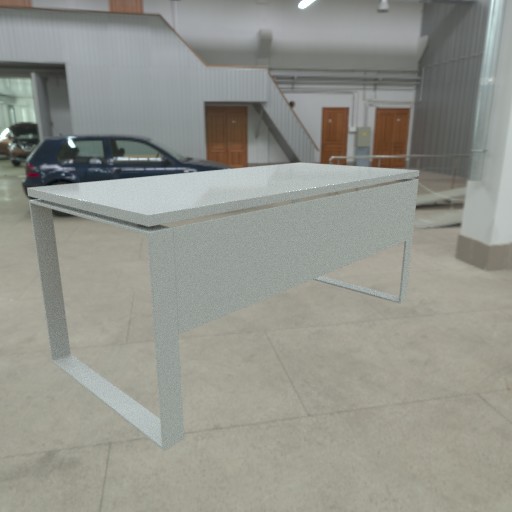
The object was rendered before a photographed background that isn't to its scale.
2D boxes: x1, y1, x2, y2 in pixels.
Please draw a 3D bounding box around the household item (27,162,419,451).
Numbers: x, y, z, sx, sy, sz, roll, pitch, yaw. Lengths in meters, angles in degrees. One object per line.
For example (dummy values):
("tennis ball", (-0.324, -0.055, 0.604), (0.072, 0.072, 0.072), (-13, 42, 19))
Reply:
("household item", (0.000, 0.000, 2.128), (0.800, 0.745, 1.700), (15, 22, 41))
